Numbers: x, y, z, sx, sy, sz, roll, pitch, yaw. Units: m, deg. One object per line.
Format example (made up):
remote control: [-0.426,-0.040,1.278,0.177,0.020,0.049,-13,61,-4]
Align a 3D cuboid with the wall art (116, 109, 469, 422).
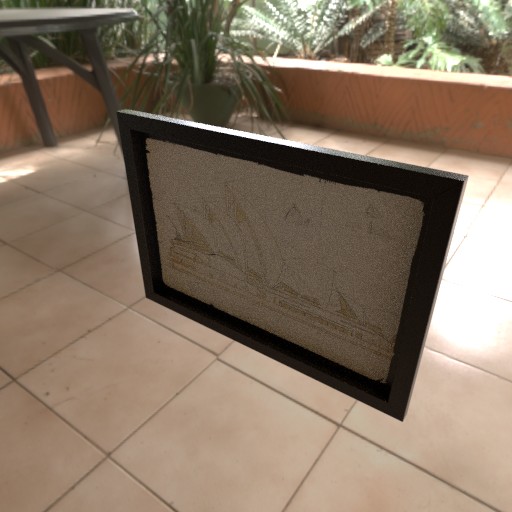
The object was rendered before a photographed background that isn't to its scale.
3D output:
wall art: [0.000,0.000,0.846,0.657,0.458,0.027,20,36,29]
